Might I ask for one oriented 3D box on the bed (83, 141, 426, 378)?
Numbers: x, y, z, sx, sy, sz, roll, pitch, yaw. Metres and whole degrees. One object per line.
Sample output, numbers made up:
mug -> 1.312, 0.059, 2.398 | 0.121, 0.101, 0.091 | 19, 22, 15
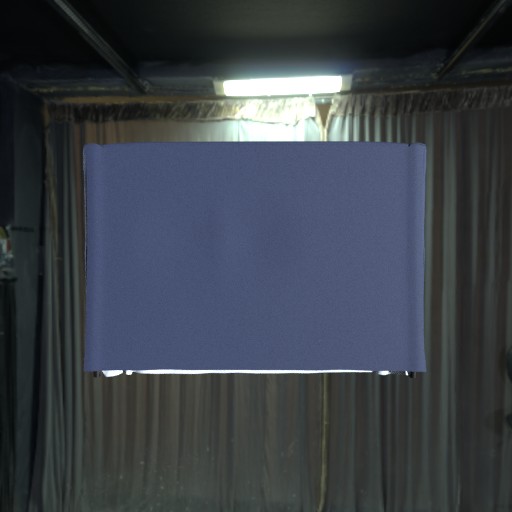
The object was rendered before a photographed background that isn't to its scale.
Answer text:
bed -> 0.000, 0.000, 3.581 | 1.925, 1.332, 2.276 | 0, 1, 1
